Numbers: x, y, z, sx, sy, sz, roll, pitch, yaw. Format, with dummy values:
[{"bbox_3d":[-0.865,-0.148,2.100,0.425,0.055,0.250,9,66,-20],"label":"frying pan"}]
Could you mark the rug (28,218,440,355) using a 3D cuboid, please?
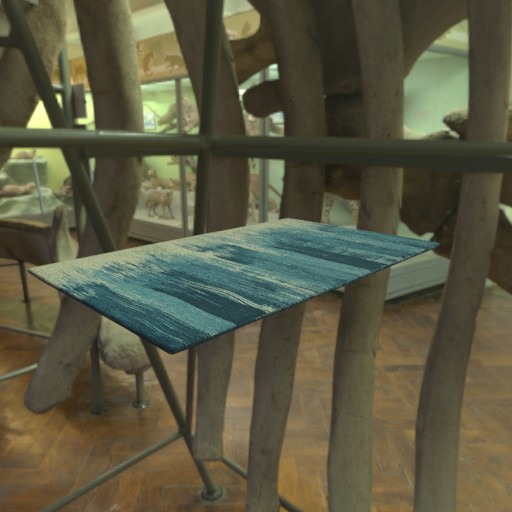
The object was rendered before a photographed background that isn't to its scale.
[{"bbox_3d":[0.000,0.000,3.014,1.540,0.027,2.450,14,21,43],"label":"rug"}]
